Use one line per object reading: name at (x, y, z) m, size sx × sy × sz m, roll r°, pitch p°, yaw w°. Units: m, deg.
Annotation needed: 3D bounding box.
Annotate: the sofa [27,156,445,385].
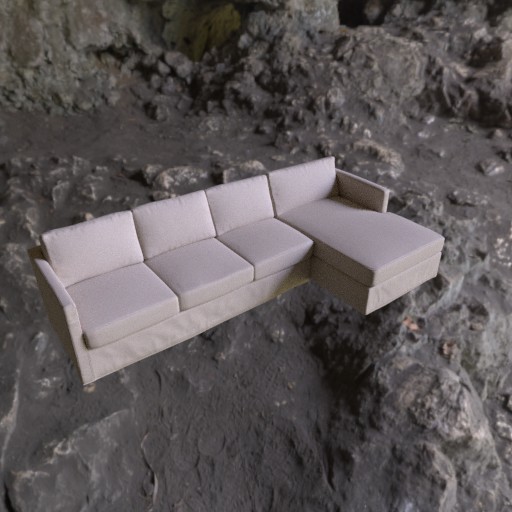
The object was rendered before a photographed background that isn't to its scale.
sofa at (0.000, 0.000, 3.781) m, size 3.206 × 0.871 × 1.622 m, roll -21°, pitch 37°, yaw -31°
